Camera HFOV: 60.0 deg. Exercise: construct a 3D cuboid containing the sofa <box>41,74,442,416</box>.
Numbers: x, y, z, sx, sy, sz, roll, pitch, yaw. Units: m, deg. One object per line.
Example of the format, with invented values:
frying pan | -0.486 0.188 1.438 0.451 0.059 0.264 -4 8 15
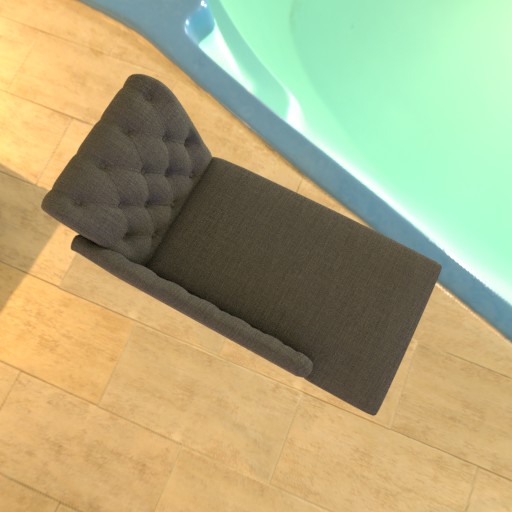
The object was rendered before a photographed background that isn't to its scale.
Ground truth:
sofa | 0.000 0.000 1.785 1.379 0.787 0.675 28 77 7
